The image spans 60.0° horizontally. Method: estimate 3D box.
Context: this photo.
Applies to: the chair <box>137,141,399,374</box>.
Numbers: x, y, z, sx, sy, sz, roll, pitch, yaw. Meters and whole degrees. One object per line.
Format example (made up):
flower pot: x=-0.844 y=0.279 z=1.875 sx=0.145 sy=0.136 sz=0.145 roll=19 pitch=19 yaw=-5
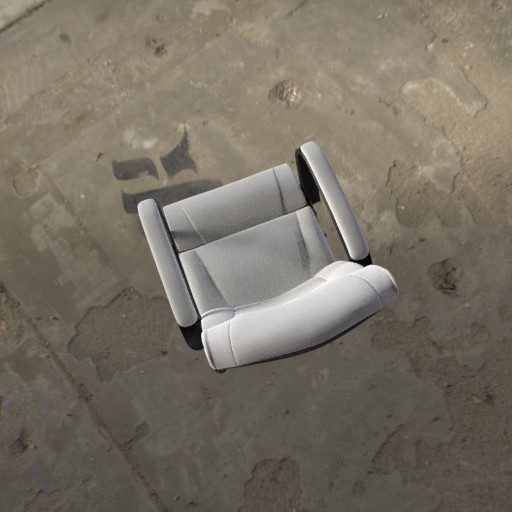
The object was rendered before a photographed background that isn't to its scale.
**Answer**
chair: x=0.000 y=0.000 z=1.466 sx=0.739 sy=1.004 sz=0.717 roll=-20 pitch=75 yaw=-6
